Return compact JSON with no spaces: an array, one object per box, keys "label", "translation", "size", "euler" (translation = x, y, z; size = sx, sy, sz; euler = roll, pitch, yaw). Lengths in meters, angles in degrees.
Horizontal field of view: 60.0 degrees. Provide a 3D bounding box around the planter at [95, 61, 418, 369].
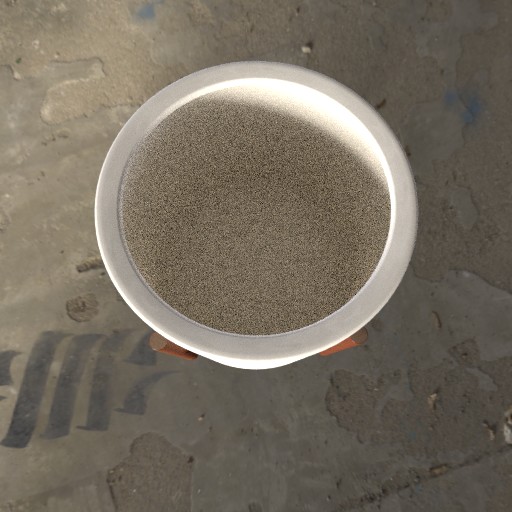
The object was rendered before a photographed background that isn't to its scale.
[{"label":"planter","translation":[0.000,0.000,0.851],"size":[0.421,0.581,0.420],"euler":[1,75,0]}]
